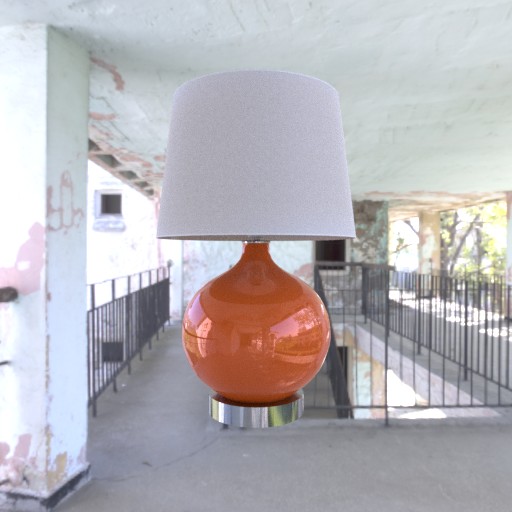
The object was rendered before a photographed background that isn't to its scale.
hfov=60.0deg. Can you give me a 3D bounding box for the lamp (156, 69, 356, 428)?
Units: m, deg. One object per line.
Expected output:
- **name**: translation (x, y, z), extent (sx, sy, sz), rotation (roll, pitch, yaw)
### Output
- **lamp**: translation (0.000, 0.000, 0.559), extent (0.247, 0.387, 0.247), rotation (0, 0, 0)
